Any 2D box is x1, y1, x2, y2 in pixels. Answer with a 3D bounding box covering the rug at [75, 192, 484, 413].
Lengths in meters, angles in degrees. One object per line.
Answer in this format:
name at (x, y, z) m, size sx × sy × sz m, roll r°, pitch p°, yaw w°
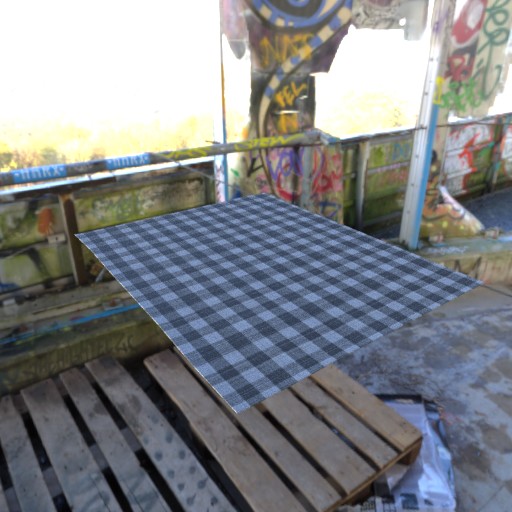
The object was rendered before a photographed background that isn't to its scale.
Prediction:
rug at (0.000, 0.000, 4.087) m, size 2.432 × 0.013 × 3.021 m, roll -17°, pitch 30°, yaw -32°
